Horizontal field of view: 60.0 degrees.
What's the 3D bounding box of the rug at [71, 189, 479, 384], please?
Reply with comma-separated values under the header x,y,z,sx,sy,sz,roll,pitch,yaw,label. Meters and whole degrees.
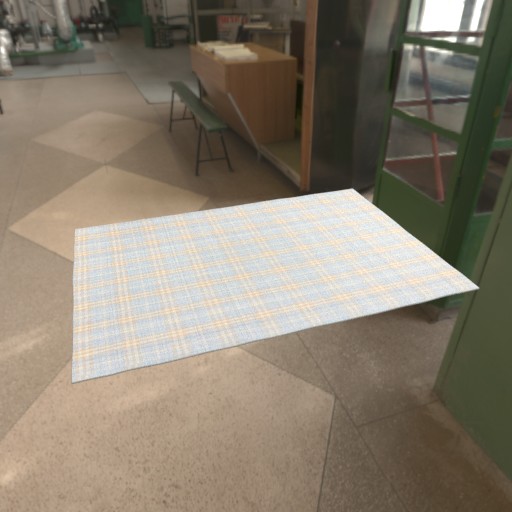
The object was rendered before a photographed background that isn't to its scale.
x,y,z,sx,sy,sz,roll,pitch,yaw,label
0.000,0.000,2.345,1.835,0.012,1.231,-10,34,-16,rug
